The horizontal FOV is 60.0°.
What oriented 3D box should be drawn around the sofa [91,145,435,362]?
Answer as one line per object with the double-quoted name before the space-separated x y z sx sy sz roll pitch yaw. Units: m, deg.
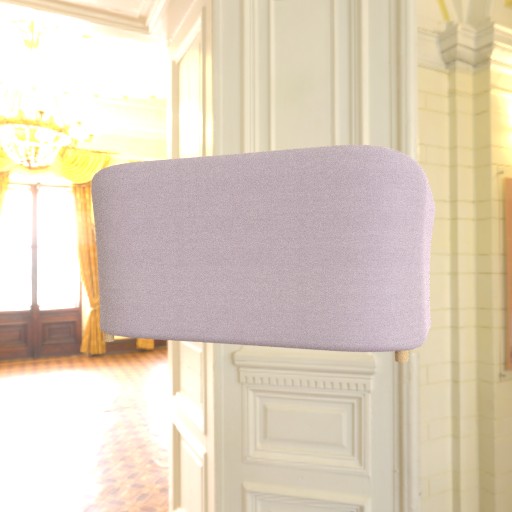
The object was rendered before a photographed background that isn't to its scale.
"sofa" 0.000 0.000 1.883 1.452 0.721 0.705 0 -1 19
